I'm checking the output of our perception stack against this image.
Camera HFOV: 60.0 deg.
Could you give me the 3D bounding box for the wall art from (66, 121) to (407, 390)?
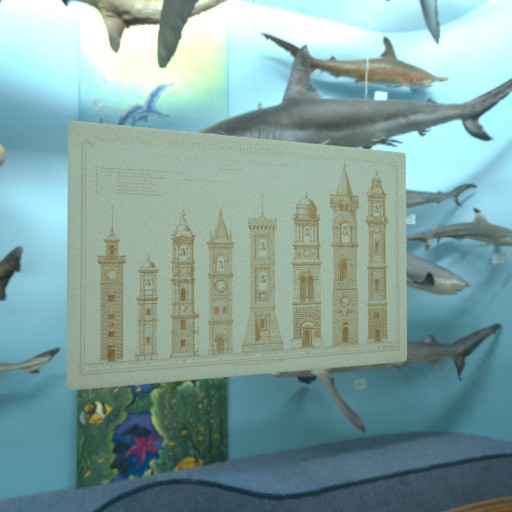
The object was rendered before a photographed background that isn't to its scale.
[{"bbox_3d":[0.000,0.000,0.485,0.380,0.254,0.019,0,-1,-19],"label":"wall art"}]
